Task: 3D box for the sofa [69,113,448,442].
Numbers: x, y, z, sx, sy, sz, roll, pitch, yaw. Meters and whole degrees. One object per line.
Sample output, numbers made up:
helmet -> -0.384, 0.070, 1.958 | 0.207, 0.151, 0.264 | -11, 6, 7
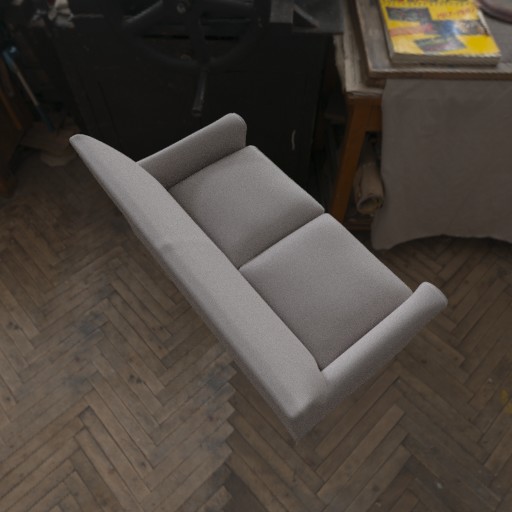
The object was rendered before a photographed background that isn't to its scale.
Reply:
sofa -> 0.000, 0.000, 2.079 | 0.888, 0.890, 1.482 | -33, 62, -20
